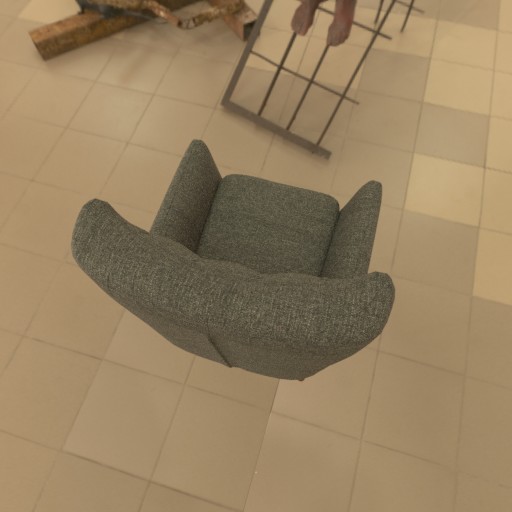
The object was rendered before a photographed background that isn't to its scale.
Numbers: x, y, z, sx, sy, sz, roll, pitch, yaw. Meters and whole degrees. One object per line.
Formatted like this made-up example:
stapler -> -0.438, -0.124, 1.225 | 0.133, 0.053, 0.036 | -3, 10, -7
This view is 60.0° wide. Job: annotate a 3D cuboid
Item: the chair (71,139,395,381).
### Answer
chair -> 0.000, 0.000, 1.717 | 0.878, 1.063, 0.904 | 15, 65, 7
